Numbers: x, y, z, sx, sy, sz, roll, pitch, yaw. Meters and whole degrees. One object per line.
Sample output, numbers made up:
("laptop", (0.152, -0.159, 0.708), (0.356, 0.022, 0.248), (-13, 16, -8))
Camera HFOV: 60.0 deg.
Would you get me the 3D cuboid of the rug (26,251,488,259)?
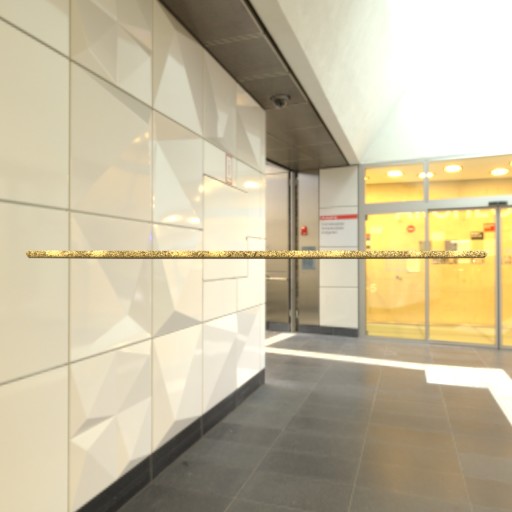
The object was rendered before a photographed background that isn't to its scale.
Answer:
("rug", (0.000, 0.000, 2.118), (1.600, 0.025, 1.200), (0, -1, -1))
